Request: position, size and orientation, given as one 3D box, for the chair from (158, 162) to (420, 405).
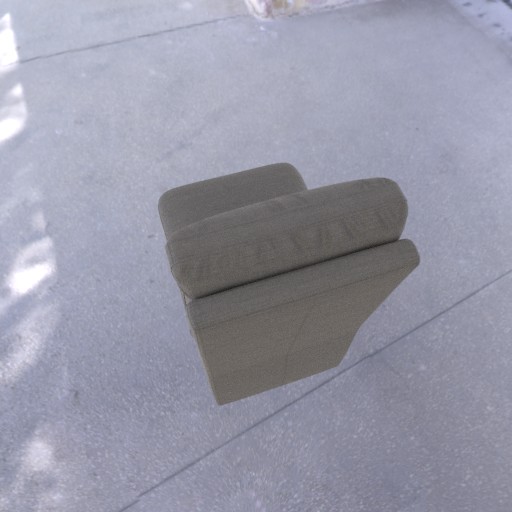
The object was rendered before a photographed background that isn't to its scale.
[{"bbox_3d":[0.000,0.000,1.344,0.503,0.927,0.698,-16,59,-10],"label":"chair"}]
